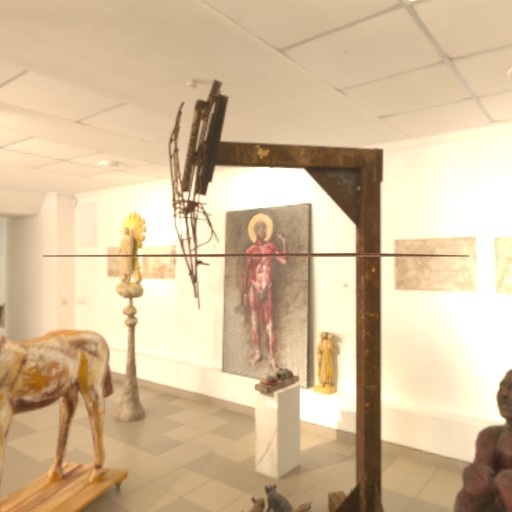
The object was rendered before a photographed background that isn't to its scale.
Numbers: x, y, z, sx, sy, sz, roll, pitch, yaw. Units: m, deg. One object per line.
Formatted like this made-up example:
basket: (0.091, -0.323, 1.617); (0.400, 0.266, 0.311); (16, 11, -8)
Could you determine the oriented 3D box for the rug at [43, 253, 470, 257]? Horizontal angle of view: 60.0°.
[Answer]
rug: (0.000, 0.000, 4.139); (3.197, 0.013, 2.381); (0, 0, 37)
